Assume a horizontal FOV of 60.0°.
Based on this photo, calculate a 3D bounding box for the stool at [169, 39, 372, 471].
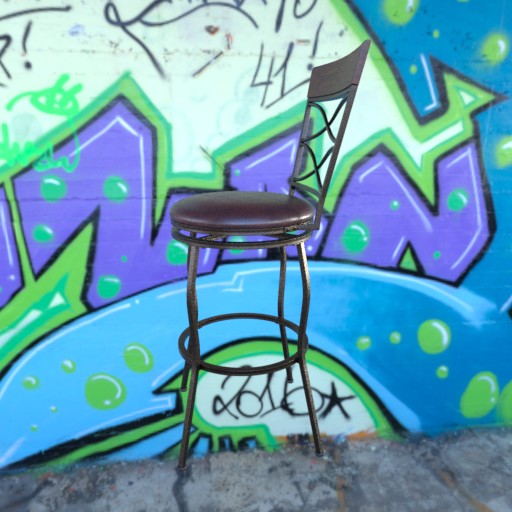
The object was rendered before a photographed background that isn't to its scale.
[{"bbox_3d":[0.000,0.000,1.344,0.513,1.130,0.448,-2,16,-8],"label":"stool"}]
